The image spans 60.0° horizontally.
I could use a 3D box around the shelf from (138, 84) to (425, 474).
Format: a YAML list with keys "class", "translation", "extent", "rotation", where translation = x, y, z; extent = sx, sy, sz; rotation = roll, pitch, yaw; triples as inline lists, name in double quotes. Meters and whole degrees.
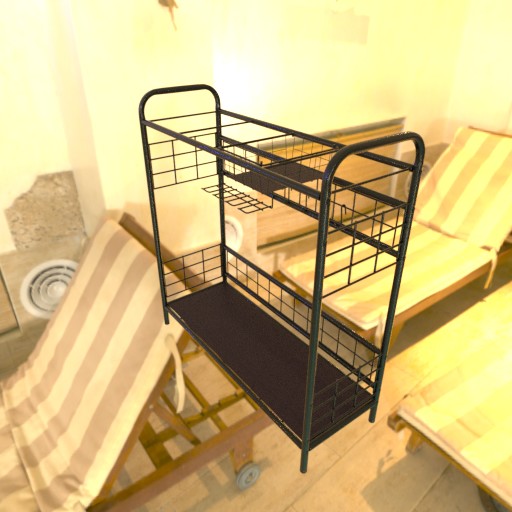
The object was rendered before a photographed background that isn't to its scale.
- class: "shelf"
  translation: [0.000, 0.000, 1.564]
  extent: [0.350, 1.026, 0.961]
  rotation: [-20, 35, -32]
